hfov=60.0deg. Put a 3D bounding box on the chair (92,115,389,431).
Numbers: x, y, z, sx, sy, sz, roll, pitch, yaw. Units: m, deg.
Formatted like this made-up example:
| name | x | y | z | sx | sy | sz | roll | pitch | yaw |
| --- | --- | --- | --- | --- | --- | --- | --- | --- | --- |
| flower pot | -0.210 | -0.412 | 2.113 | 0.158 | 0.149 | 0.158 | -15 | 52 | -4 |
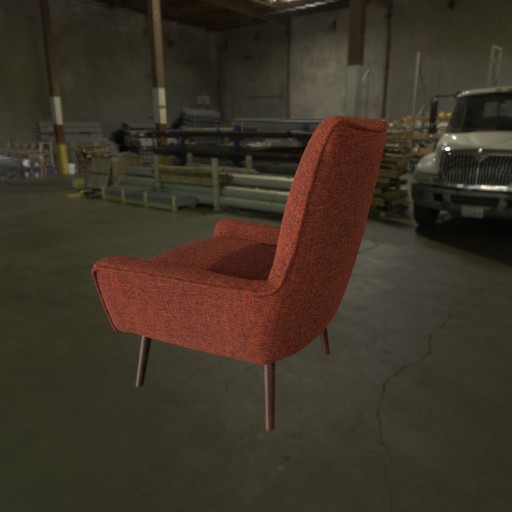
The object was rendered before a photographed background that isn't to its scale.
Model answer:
| name | x | y | z | sx | sy | sz | roll | pitch | yaw |
| --- | --- | --- | --- | --- | --- | --- | --- | --- | --- |
| chair | 0.000 | 0.000 | 1.535 | 0.784 | 0.911 | 0.803 | 8 | 18 | 26 |
